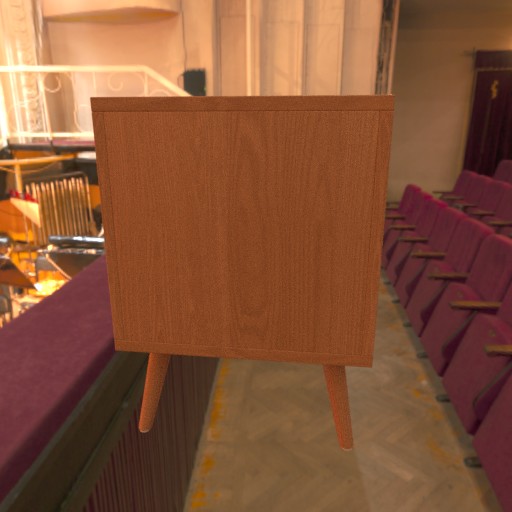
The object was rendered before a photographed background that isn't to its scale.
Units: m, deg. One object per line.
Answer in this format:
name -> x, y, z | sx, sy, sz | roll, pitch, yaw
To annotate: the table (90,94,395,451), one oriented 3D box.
table -> 0.000, 0.000, 0.841 | 0.400, 0.550, 0.400 | 2, 17, 7
